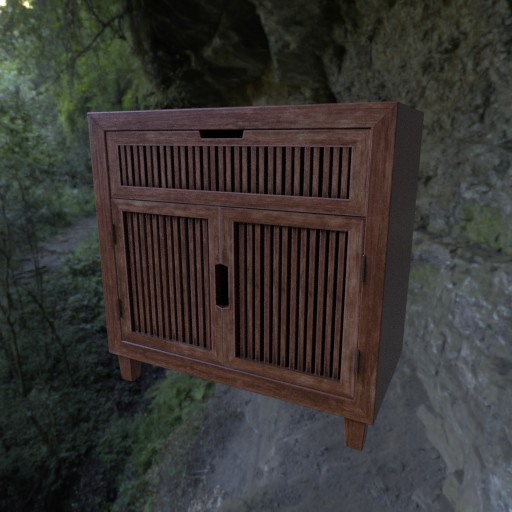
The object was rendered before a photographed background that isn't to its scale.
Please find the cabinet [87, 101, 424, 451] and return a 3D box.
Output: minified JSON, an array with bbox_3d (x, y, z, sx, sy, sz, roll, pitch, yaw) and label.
[{"bbox_3d":[0.000,0.000,1.272,0.796,0.785,0.412,7,16,26],"label":"cabinet"}]
